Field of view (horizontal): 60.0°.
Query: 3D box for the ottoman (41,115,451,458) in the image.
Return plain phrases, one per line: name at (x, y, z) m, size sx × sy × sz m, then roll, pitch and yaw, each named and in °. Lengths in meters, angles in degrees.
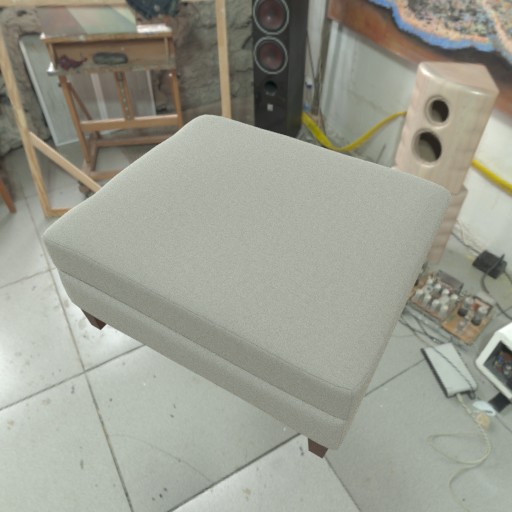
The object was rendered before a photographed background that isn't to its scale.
ottoman at (0.000, 0.000, 1.458) m, size 0.976 × 0.492 × 0.836 m, roll 23°, pitch 51°, yaw 21°
